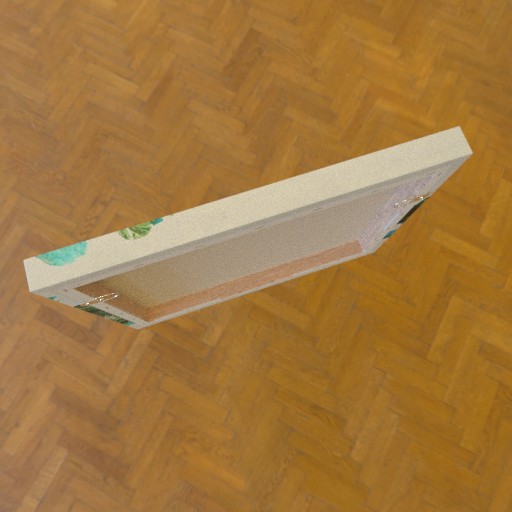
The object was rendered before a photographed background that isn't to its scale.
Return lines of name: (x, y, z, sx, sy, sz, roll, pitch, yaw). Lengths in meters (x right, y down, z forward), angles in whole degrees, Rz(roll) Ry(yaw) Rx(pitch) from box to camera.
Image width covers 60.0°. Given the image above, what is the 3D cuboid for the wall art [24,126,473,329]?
wall art: (0.000, 0.000, 0.696, 0.507, 0.435, 0.041, -18, 76, -4)
